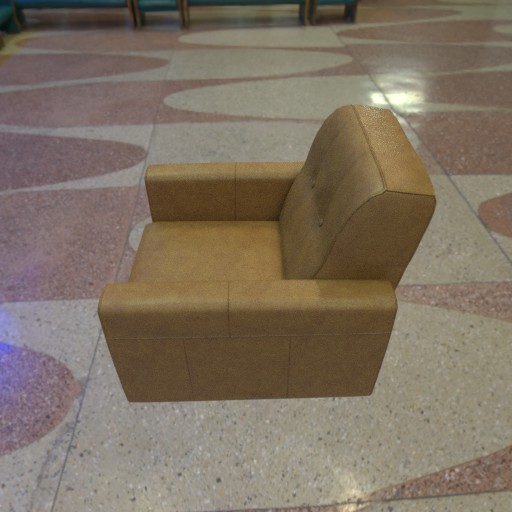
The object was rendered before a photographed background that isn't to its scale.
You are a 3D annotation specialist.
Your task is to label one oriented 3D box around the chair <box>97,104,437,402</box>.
[{"bbox_3d":[0.000,0.000,1.635,0.942,0.968,0.845,0,40,0],"label":"chair"}]
